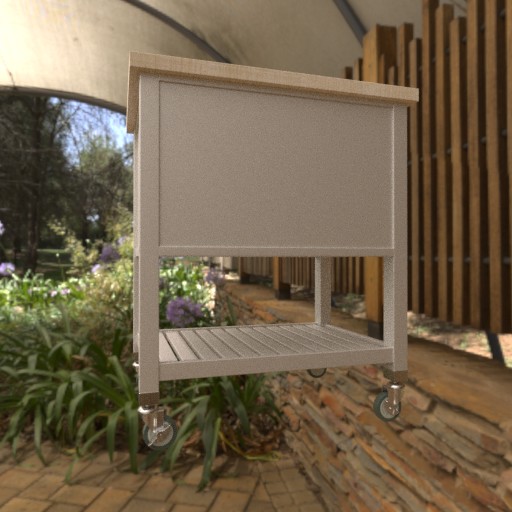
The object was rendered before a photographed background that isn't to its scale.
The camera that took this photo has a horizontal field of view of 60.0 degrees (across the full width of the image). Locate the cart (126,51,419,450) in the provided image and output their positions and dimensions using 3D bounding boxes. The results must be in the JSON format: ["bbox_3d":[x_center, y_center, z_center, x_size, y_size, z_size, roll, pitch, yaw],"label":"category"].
[{"bbox_3d":[0.000,0.000,1.367,0.762,0.914,0.559,0,0,-17],"label":"cart"}]
